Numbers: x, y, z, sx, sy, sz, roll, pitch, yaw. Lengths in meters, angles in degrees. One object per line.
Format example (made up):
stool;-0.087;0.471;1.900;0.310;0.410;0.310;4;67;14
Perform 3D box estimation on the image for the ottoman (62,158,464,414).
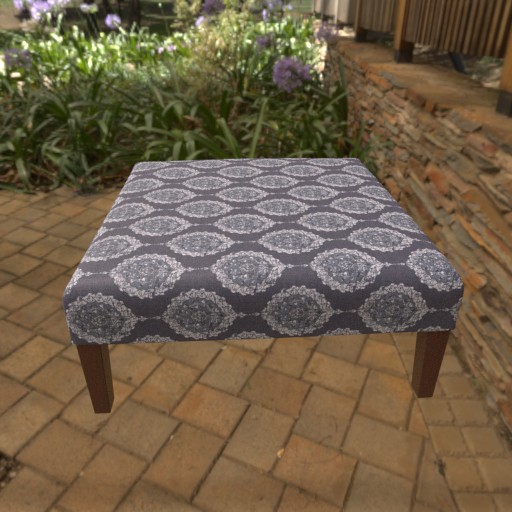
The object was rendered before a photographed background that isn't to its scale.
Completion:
ottoman;0.000;0.000;1.414;0.890;0.409;0.889;-2;29;-3
